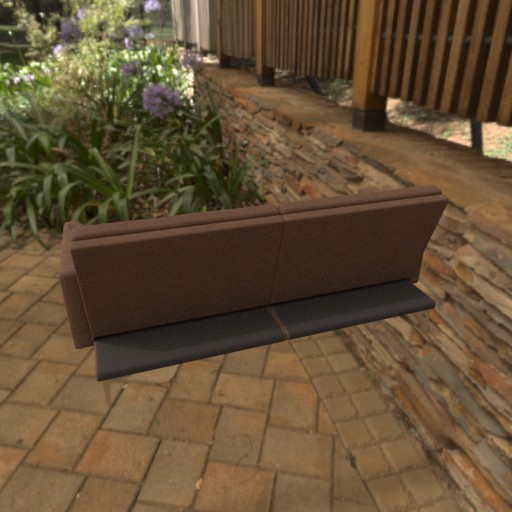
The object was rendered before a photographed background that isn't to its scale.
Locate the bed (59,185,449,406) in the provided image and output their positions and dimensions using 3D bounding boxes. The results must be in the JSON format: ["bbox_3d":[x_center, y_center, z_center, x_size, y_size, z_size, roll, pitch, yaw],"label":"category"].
[{"bbox_3d":[0.000,0.000,2.376,1.905,0.787,0.889,-9,28,-17],"label":"bed"}]
